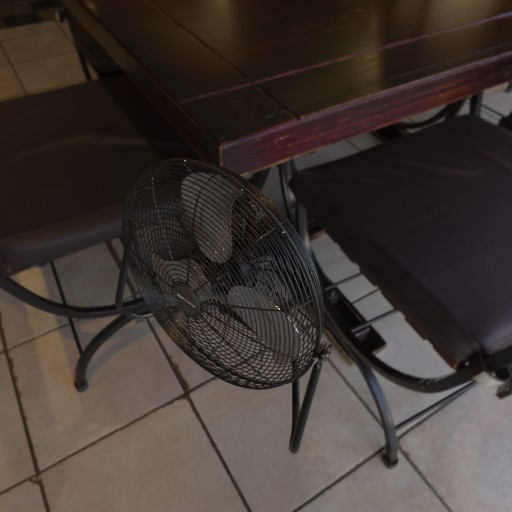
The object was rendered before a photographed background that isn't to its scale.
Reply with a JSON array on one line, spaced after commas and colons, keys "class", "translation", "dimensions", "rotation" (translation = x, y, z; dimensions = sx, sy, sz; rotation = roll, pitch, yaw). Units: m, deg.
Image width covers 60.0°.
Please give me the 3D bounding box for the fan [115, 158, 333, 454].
[{"class": "fan", "translation": [0.000, 0.000, 0.944], "dimensions": [0.555, 0.546, 0.424], "rotation": [31, 54, 26]}]
